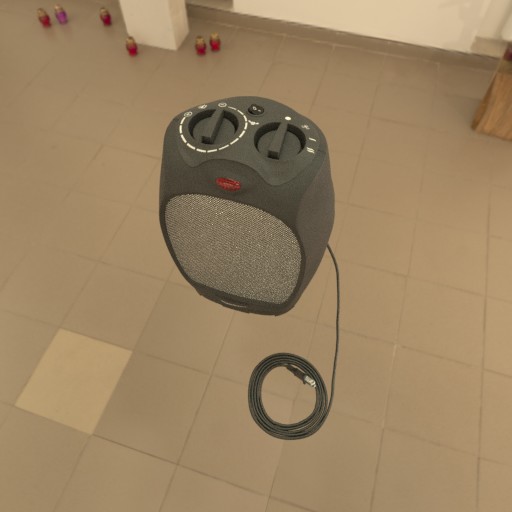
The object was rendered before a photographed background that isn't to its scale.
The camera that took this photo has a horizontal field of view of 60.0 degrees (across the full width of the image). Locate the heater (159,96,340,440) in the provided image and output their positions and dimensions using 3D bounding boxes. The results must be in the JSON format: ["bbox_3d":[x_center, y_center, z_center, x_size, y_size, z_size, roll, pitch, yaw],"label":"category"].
[{"bbox_3d":[0.000,0.000,0.470,0.239,0.255,0.291,14,59,9],"label":"heater"}]
